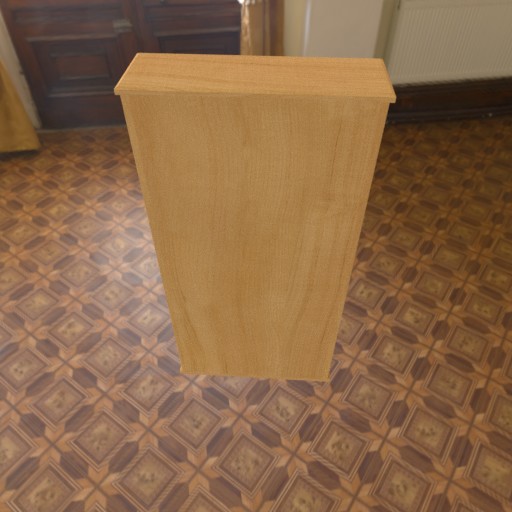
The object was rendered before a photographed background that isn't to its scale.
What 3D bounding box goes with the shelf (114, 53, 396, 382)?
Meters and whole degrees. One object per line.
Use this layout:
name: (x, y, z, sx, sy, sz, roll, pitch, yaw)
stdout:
shelf: (0.000, 0.000, 1.238, 0.520, 1.030, 0.175, 2, 45, 2)
